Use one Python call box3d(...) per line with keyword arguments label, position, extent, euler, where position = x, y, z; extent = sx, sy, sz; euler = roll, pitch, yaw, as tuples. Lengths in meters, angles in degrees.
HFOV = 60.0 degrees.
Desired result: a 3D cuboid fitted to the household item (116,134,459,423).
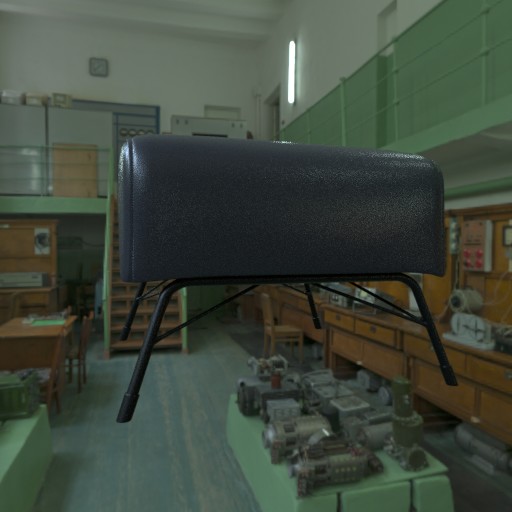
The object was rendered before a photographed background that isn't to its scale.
box3d(label="household item", position=(0.000, 0.000, 0.886), extent=(0.530, 0.410, 0.530), euler=(0, 1, -17))
